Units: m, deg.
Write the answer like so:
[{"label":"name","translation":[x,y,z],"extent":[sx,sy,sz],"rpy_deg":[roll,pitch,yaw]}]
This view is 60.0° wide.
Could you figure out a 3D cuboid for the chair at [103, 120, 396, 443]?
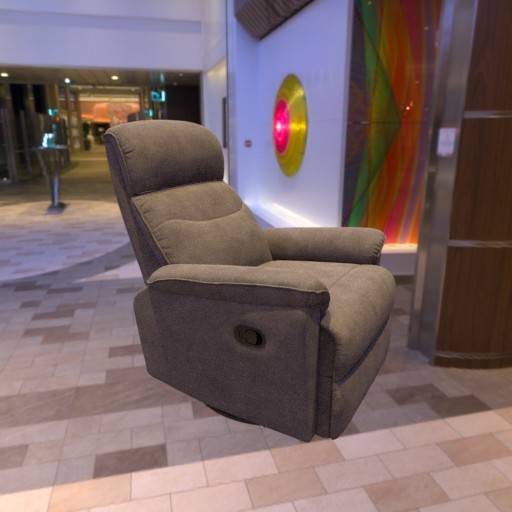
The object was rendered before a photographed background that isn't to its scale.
[{"label":"chair","translation":[0.000,0.000,1.748],"extent":[1.009,1.036,0.830],"rpy_deg":[9,18,28]}]
